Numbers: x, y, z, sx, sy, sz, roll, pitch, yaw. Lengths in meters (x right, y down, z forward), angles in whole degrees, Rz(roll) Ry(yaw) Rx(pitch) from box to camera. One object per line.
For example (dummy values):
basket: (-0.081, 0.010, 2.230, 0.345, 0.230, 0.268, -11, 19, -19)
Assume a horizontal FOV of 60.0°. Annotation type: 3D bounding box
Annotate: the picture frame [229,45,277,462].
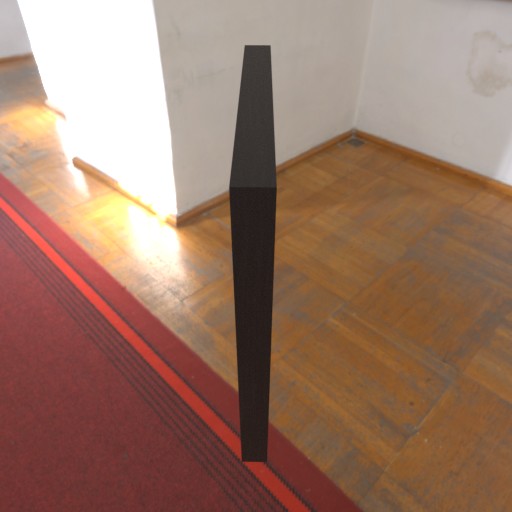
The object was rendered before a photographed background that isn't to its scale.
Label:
picture frame: (0.000, 0.000, 0.762, 0.044, 0.555, 0.452, 0, 41, 1)
